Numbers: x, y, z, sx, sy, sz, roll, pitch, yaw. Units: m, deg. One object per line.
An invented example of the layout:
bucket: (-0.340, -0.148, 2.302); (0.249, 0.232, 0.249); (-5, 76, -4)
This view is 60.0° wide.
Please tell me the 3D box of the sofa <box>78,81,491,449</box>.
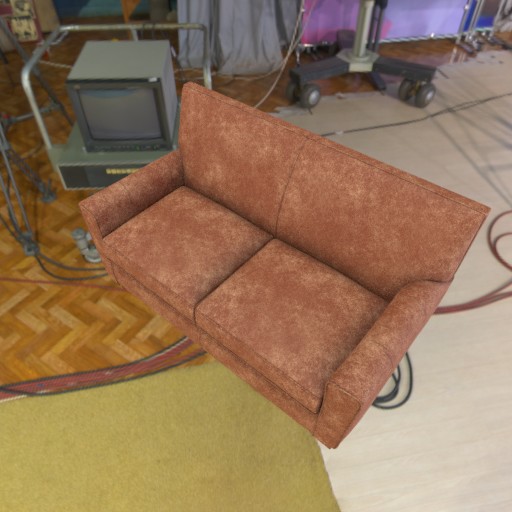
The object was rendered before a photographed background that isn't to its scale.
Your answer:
sofa: (0.000, 0.000, 1.957); (1.473, 0.871, 0.787); (31, 54, 26)
